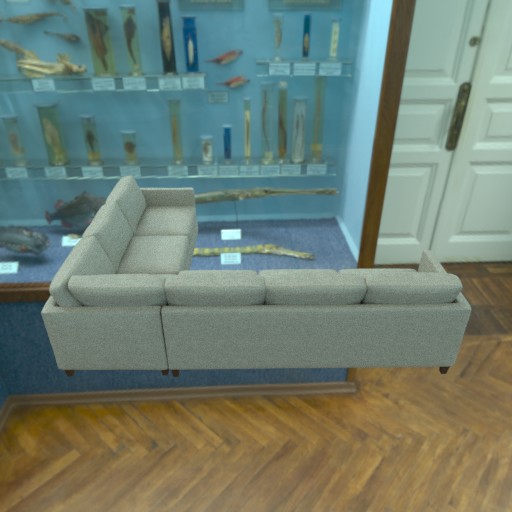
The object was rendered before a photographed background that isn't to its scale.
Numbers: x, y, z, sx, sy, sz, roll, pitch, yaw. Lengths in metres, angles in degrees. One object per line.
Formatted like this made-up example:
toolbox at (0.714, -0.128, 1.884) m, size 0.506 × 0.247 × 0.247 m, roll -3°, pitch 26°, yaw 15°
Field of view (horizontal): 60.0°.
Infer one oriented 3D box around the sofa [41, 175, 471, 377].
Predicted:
sofa at (0.000, 0.000, 4.541) m, size 3.333 × 0.934 × 2.522 m, roll 0°, pitch 31°, yaw -1°
